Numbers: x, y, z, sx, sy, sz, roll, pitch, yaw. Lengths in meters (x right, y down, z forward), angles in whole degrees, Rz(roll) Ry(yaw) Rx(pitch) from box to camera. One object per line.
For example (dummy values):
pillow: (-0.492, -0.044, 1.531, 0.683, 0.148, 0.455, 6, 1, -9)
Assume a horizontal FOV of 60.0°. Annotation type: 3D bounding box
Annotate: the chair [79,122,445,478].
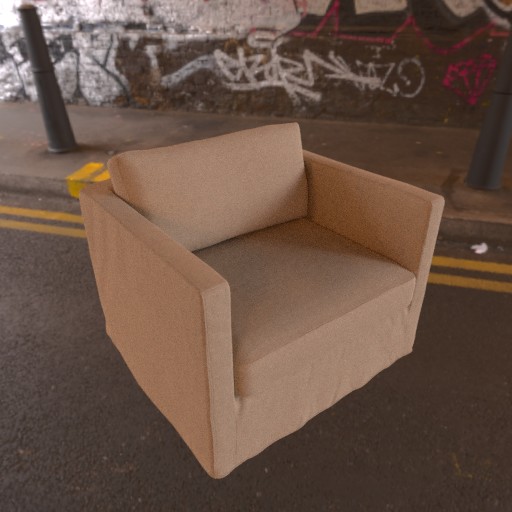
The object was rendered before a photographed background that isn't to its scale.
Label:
chair: (0.000, 0.000, 1.763, 1.057, 0.867, 0.949, -20, 35, -32)
